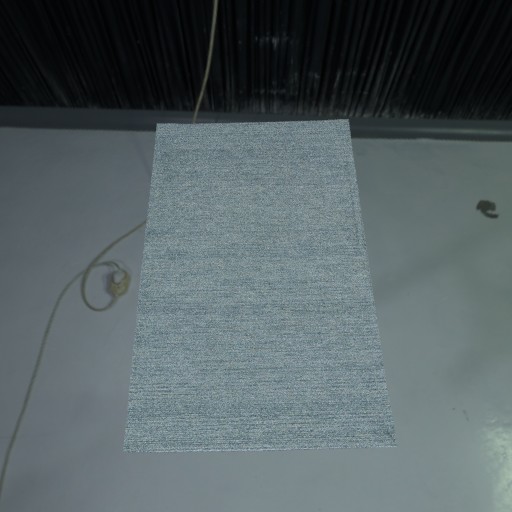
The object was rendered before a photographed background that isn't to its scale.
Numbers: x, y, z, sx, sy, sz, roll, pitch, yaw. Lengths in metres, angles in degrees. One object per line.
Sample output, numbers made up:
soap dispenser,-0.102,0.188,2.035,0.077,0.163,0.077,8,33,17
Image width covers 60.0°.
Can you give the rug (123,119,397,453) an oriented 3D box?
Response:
rug,0.000,0.000,2.298,1.174,0.022,1.853,-1,63,0
